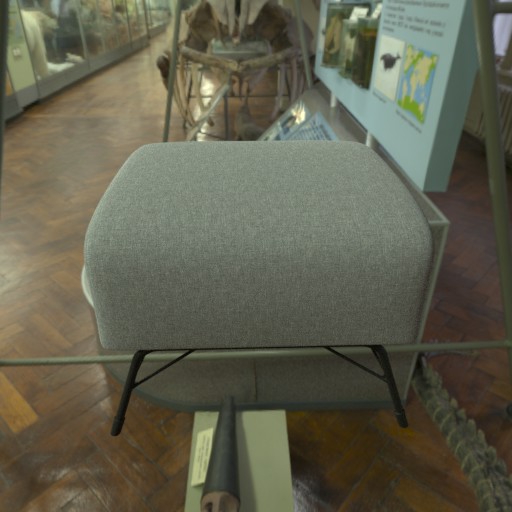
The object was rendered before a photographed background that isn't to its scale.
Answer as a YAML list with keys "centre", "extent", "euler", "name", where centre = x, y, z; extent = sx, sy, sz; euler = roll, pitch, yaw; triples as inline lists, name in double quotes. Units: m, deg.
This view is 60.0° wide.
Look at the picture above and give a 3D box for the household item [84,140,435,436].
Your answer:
- centre: [0.000, 0.000, 0.906]
  extent: [0.530, 0.410, 0.530]
  euler: [-1, 30, -2]
  name: "household item"
